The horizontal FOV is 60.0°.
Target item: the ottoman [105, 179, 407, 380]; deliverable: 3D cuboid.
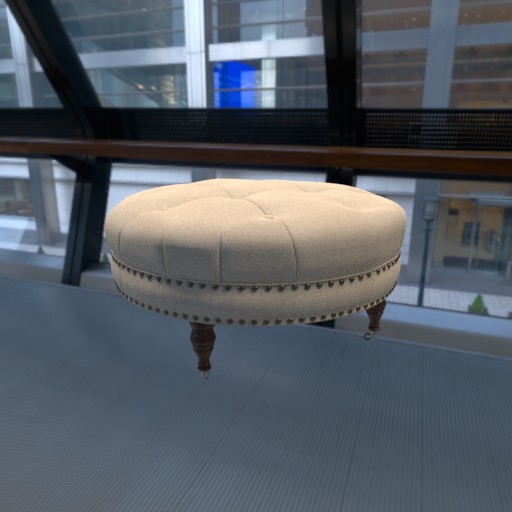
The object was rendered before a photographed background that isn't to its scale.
[{"bbox_3d":[0.000,0.000,1.475,0.940,0.483,0.940,0,15,0],"label":"ottoman"}]
